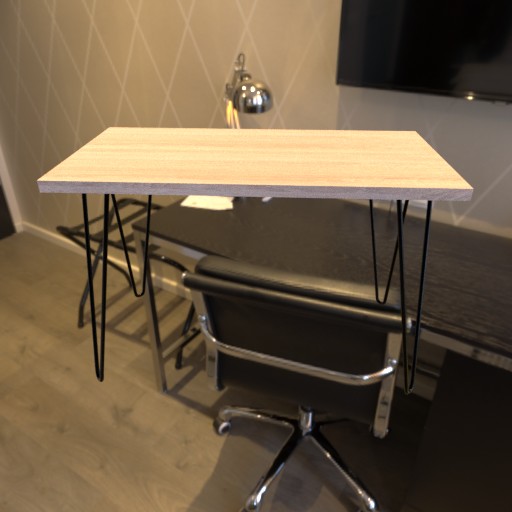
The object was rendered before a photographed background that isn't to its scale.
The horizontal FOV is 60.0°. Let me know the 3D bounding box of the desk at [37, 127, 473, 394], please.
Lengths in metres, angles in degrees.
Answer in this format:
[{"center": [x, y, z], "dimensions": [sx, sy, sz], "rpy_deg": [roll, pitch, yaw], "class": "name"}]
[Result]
[{"center": [0.000, 0.000, 1.384], "dimensions": [0.991, 0.660, 0.499], "rpy_deg": [2, 30, 3], "class": "desk"}]
